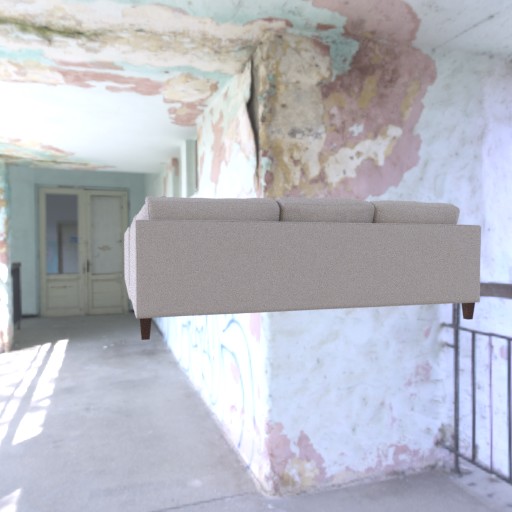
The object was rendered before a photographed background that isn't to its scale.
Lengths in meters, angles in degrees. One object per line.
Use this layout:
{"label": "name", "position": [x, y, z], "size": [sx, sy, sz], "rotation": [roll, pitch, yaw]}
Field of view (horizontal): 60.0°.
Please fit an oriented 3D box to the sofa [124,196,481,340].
{"label": "sofa", "position": [0.000, 0.000, 4.343], "size": [2.432, 0.863, 3.182], "rotation": [0, 2, -17]}
